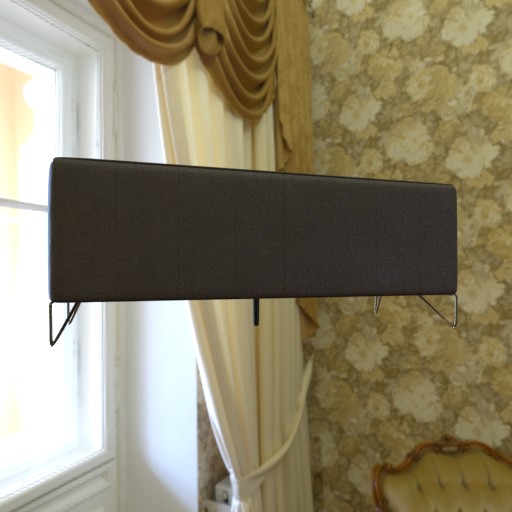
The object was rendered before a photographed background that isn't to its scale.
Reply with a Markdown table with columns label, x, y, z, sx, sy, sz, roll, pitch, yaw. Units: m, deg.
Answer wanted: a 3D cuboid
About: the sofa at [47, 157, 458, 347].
| label | x | y | z | sx | sy | sz | roll | pitch | yaw |
| --- | --- | --- | --- | --- | --- | --- | --- | --- | --- |
| sofa | 0.000 | 0.000 | 2.512 | 2.087 | 0.789 | 0.867 | 1 | -2 | -18 |
